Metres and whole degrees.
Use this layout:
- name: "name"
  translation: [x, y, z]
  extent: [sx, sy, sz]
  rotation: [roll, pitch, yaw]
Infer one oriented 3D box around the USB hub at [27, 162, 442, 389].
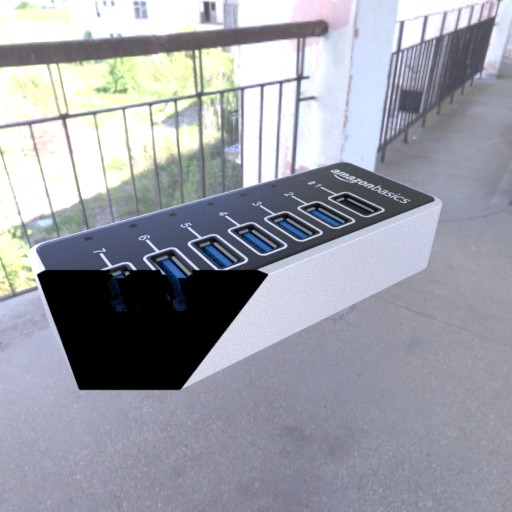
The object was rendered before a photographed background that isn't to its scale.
- name: "USB hub"
  translation: [0.000, 0.000, 0.127]
  extent: [0.110, 0.023, 0.044]
  rotation: [-20, 37, -29]
